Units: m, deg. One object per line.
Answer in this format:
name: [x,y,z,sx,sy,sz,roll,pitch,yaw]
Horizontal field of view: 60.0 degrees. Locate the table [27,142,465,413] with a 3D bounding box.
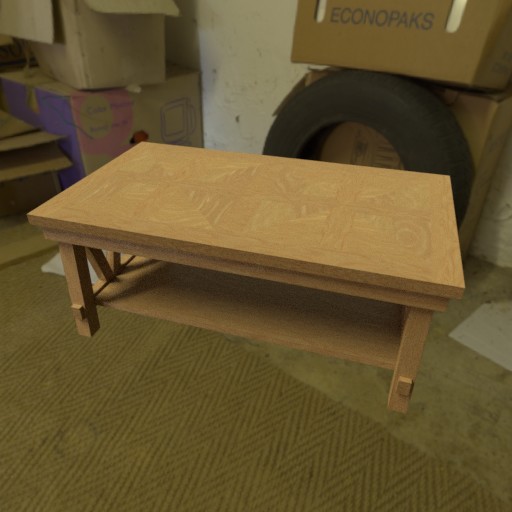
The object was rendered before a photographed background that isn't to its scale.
table: [0.000,0.000,1.640,1.270,0.507,0.711,10,34,14]
